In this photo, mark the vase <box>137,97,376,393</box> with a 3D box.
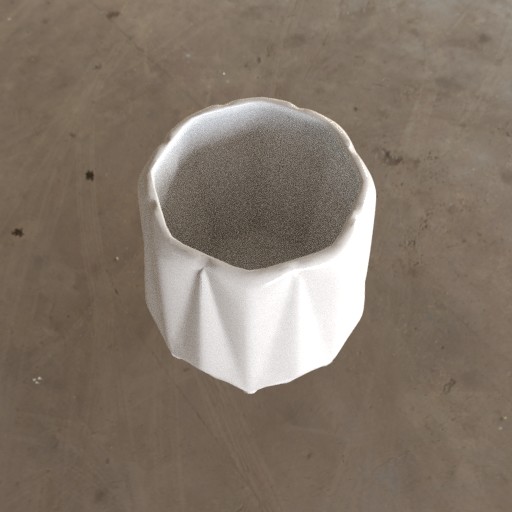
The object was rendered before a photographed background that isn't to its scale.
[{"bbox_3d":[0.000,0.000,0.264,0.141,0.152,0.141,0,62,0],"label":"vase"}]
